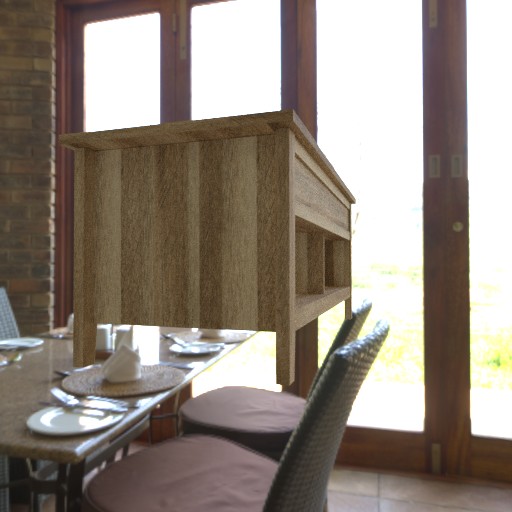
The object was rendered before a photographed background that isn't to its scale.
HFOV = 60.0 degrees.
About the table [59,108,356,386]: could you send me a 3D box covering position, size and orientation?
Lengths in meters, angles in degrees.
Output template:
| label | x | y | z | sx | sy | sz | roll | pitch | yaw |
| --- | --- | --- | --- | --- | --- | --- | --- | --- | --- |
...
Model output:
| label | x | y | z | sx | sy | sz | roll | pitch | yaw |
| --- | --- | --- | --- | --- | --- | --- | --- | --- | --- |
| table | 0.000 | 0.000 | 1.348 | 0.493 | 0.480 | 1.095 | 0 | -1 | 18 |
